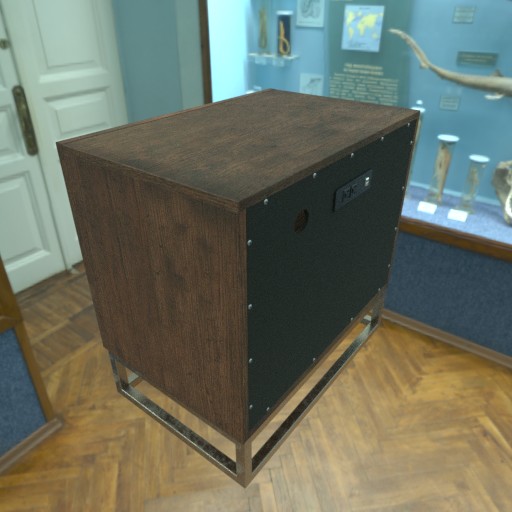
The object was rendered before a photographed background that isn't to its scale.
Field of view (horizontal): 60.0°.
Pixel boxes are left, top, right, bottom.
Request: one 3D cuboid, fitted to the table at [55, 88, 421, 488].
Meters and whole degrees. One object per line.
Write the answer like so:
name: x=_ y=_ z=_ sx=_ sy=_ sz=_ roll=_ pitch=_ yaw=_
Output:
table: x=0.000 y=0.000 z=1.261 sx=0.542 sy=0.746 sz=0.767 roll=22 pitch=37 yaw=32
